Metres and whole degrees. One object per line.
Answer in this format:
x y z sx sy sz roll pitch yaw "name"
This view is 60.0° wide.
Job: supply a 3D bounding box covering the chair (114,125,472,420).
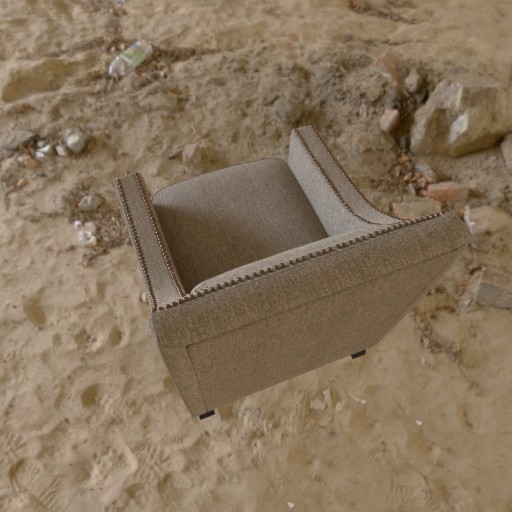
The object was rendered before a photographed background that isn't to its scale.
0.000 0.000 1.566 0.776 0.967 0.884 -18 58 -12 "chair"
